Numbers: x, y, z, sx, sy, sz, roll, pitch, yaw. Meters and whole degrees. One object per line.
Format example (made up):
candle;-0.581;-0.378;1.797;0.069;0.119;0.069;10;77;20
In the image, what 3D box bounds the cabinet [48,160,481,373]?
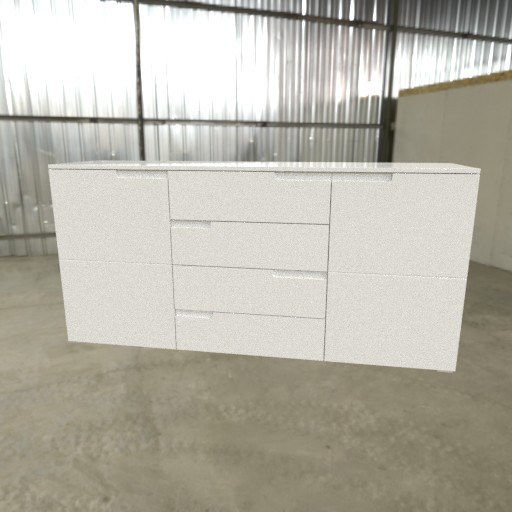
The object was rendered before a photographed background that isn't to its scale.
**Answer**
cabinet;0.000;0.000;1.963;1.650;0.800;0.400;2;15;9
